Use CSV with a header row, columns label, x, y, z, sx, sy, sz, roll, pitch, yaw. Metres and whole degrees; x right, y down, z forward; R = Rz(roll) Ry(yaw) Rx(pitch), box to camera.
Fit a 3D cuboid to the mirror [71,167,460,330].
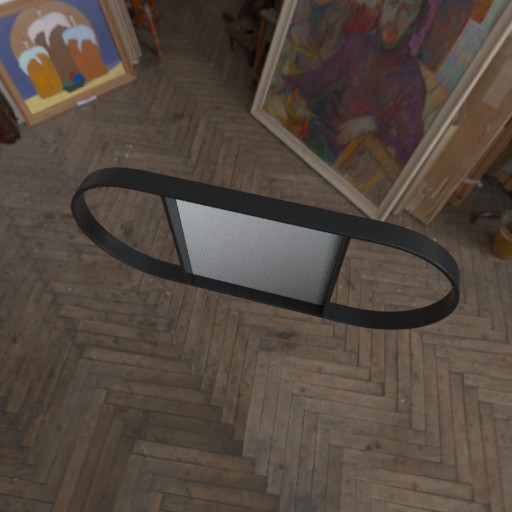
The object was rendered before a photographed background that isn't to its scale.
label,x,y,z,sx,sy,sz,roll,pitch,yaw
mirror,0.000,0.000,0.671,0.584,0.254,0.032,13,60,8
